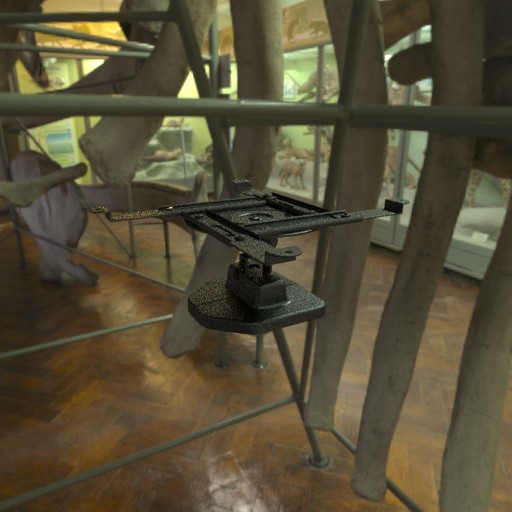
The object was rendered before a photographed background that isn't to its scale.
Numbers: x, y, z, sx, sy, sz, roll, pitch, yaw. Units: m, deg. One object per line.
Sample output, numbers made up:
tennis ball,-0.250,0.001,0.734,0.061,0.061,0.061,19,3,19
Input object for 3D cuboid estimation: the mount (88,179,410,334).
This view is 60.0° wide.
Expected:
mount,0.000,0.000,0.599,0.394,0.141,0.394,-10,21,-27
